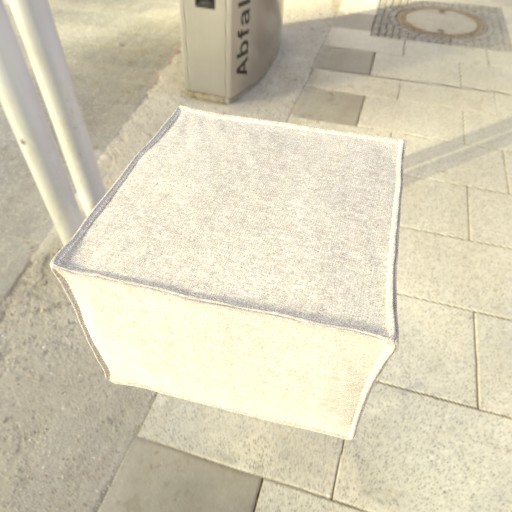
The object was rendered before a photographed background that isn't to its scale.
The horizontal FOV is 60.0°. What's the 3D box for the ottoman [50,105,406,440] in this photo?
[{"bbox_3d":[0.000,0.000,1.182,0.696,0.470,0.707,11,47,10],"label":"ottoman"}]
